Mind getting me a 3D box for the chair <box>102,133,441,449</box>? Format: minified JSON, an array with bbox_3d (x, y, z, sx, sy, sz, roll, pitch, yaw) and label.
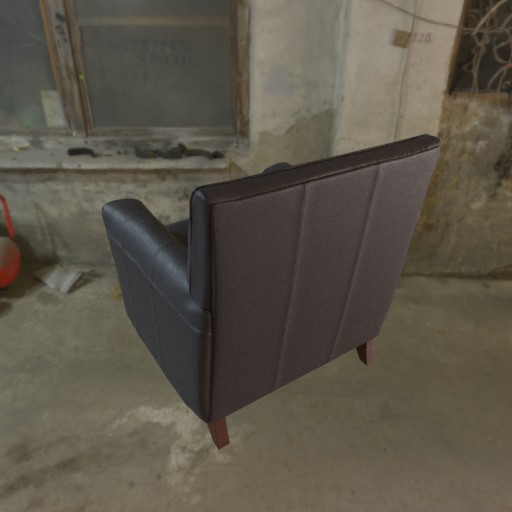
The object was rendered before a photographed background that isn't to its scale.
[{"bbox_3d":[0.000,0.000,1.640,0.870,0.943,0.825,-19,35,-29],"label":"chair"}]
